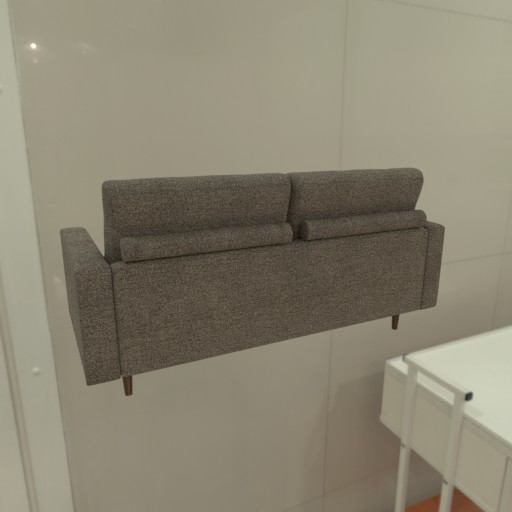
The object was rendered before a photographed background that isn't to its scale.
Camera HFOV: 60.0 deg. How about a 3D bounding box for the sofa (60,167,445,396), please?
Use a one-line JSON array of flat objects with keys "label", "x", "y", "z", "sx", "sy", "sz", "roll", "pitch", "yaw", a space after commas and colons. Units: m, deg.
[{"label": "sofa", "x": 0.000, "y": 0.000, "z": 2.324, "sx": 1.821, "sy": 0.902, "sz": 0.863, "roll": -7, "pitch": 17, "yaw": -26}]
